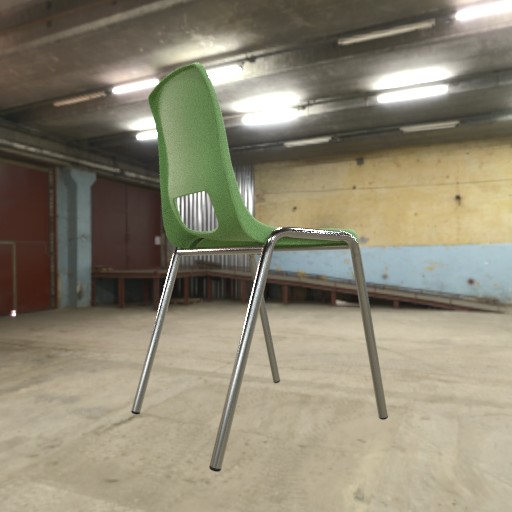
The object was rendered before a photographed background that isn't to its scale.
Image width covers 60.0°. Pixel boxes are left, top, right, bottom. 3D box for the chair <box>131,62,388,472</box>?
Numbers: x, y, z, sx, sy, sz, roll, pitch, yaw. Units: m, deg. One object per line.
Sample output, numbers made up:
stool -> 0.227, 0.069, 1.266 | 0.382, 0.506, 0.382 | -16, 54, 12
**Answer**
chair -> 0.000, 0.000, 0.981 | 0.436, 0.704, 0.381 | 1, -1, -37
